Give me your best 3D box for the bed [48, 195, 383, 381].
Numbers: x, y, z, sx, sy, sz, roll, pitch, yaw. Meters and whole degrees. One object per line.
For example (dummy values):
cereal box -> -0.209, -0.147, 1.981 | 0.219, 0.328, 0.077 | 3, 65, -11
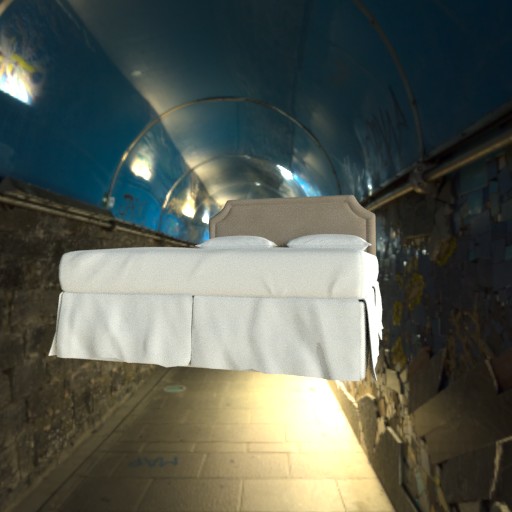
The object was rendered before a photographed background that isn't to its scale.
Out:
bed -> 0.000, 0.000, 3.620 | 1.977, 1.293, 2.498 | 0, -1, 17
